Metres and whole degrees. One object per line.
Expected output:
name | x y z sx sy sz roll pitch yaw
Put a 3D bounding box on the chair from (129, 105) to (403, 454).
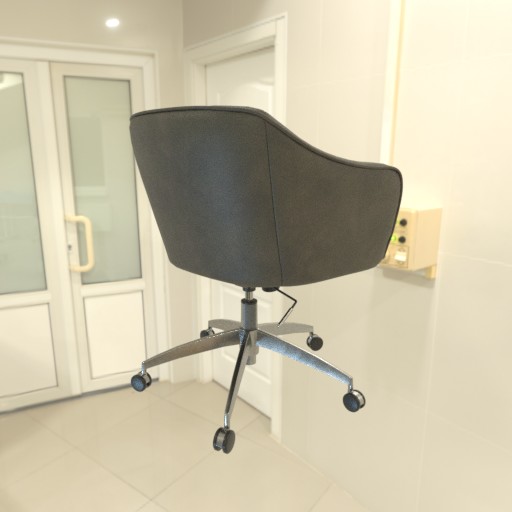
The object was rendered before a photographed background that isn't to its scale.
chair | 0.000 0.000 1.362 0.713 0.827 0.689 12 18 42
